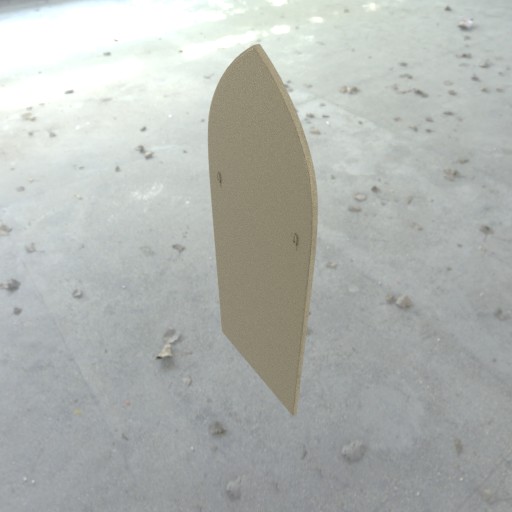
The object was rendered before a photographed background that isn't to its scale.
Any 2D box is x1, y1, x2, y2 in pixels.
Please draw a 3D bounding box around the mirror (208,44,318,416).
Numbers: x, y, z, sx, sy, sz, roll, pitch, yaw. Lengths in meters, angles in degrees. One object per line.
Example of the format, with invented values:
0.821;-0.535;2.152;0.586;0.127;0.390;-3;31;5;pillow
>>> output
0.000;0.000;1.307;0.025;1.175;0.464;-26;48;-26;mirror
